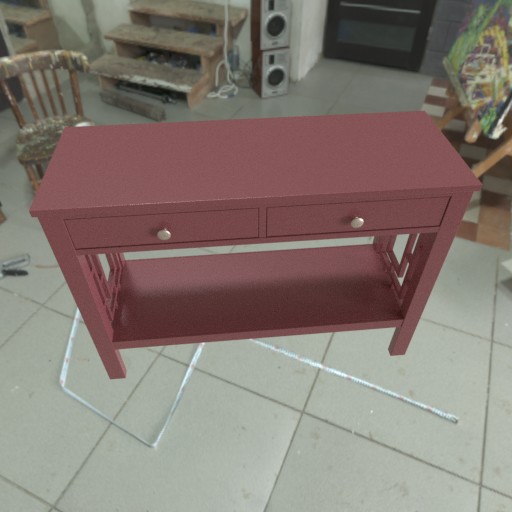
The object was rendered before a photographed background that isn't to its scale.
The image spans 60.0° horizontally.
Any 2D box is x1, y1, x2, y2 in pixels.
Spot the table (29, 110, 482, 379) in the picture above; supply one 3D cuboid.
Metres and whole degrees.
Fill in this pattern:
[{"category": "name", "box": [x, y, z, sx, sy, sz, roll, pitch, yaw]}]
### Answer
[{"category": "table", "box": [0.000, 0.000, 1.434, 1.068, 0.753, 0.397, -4, 45, -4]}]
